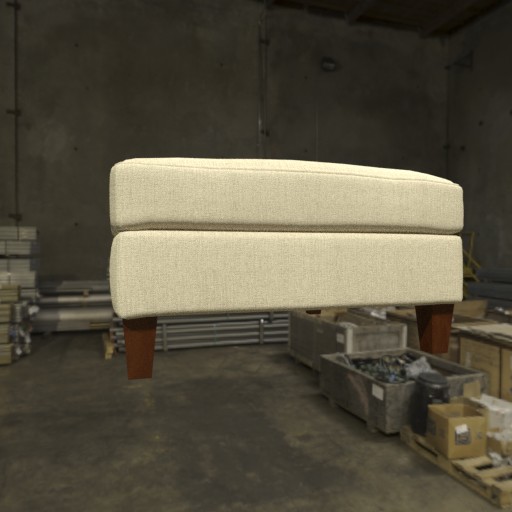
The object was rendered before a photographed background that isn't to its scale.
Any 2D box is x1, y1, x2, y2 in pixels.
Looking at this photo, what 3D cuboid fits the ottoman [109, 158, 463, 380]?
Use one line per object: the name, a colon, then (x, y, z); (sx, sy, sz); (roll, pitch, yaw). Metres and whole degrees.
ottoman: (0.000, 0.000, 1.346); (0.838, 0.478, 0.838); (0, 1, -18)
